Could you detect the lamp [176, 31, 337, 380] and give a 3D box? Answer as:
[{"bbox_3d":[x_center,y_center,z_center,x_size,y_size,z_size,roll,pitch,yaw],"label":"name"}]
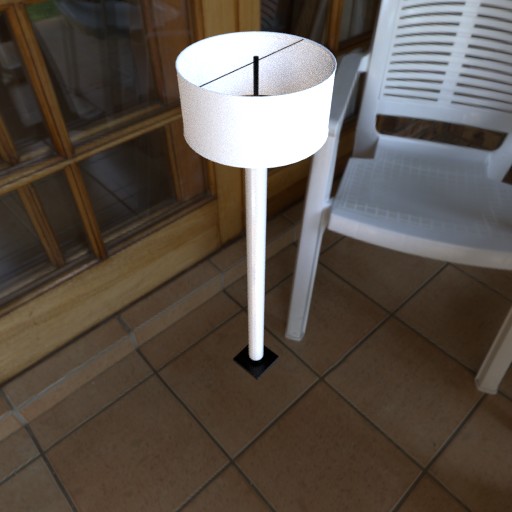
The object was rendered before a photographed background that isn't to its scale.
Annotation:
[{"bbox_3d":[0.000,0.000,1.676,0.420,1.475,0.420,32,54,28],"label":"lamp"}]
